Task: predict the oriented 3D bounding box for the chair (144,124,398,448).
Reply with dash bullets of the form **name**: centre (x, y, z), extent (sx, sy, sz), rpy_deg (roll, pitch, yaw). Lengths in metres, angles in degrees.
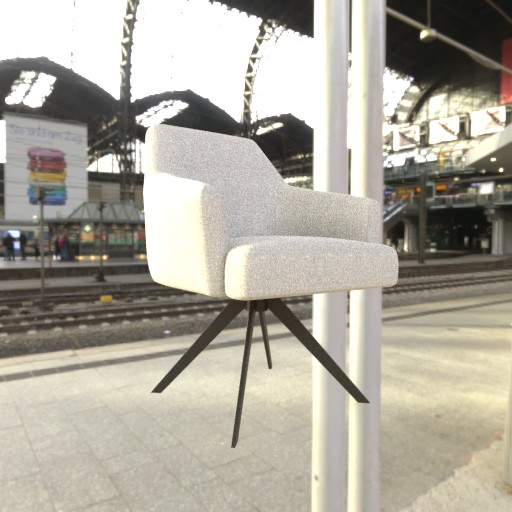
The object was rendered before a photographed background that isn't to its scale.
- **chair**: centre (0.000, 0.000, 1.360), extent (0.642, 0.874, 0.677), rpy_deg (-1, 2, -36)
